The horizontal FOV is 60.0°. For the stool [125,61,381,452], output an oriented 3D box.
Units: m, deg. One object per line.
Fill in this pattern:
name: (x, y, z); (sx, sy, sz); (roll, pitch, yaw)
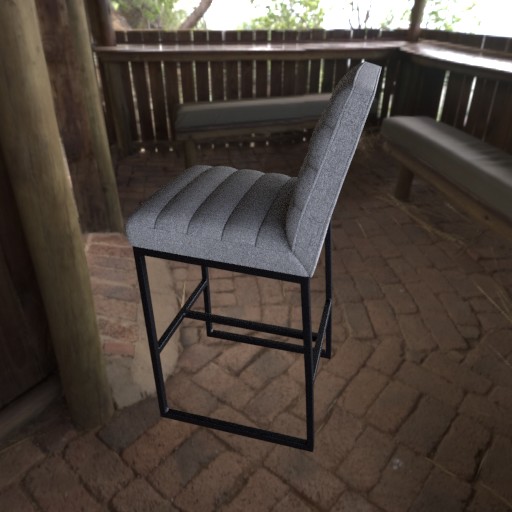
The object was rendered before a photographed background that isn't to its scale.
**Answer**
stool: (0.000, 0.000, 1.303); (0.571, 1.034, 0.459); (8, 30, 13)
